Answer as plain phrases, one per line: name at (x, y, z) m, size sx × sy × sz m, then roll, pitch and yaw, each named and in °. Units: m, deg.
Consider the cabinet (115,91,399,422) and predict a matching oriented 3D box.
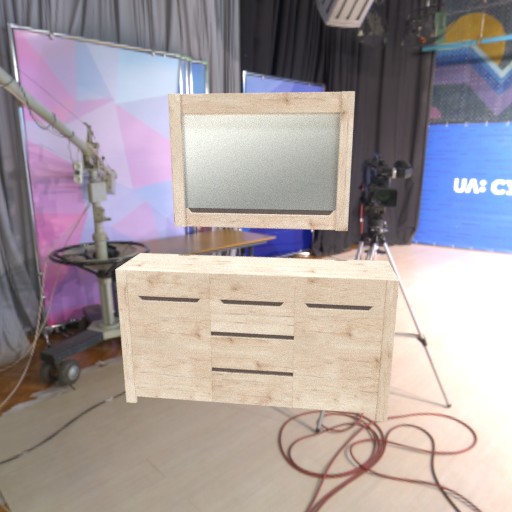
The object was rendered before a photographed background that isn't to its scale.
cabinet at (0.000, 0.000, 2.811) m, size 1.700 × 1.981 × 0.420 m, roll 2°, pitch 15°, yaw 7°
